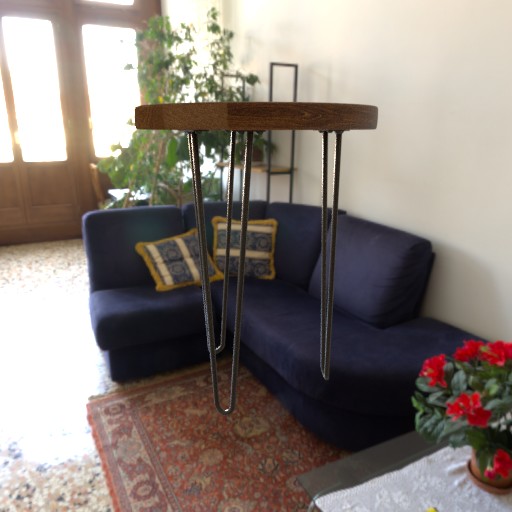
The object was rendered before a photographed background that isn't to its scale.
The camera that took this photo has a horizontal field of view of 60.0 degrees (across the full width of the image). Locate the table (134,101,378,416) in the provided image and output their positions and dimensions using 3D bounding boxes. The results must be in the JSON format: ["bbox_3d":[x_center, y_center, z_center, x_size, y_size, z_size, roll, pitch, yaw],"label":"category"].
[{"bbox_3d":[0.000,0.000,0.820,0.400,0.520,0.400,0,16,0],"label":"table"}]
